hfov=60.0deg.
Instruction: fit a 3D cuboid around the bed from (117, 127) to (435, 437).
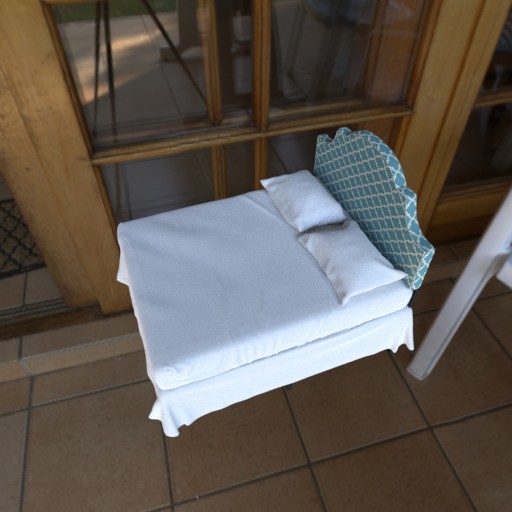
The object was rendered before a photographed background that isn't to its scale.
[{"bbox_3d":[0.000,0.000,3.508,2.222,1.633,1.780,-16,48,-15],"label":"bed"}]
